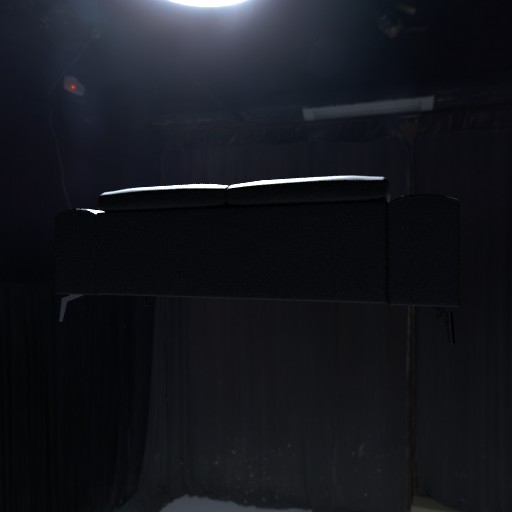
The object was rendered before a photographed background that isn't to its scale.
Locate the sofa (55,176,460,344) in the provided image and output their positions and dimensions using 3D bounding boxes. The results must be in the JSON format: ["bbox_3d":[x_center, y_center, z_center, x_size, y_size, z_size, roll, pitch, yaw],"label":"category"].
[{"bbox_3d":[0.000,0.000,2.858,2.330,0.814,1.048,0,0,19],"label":"sofa"}]
